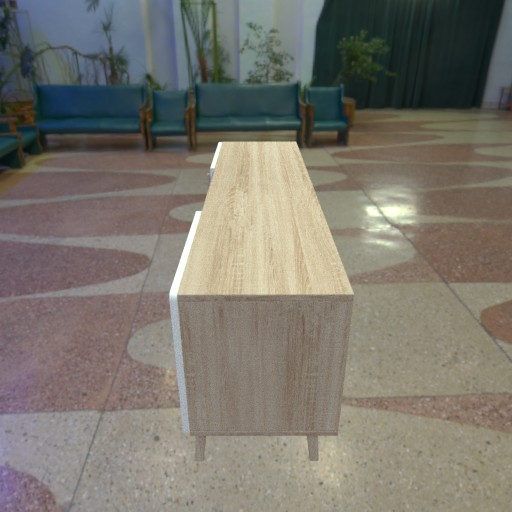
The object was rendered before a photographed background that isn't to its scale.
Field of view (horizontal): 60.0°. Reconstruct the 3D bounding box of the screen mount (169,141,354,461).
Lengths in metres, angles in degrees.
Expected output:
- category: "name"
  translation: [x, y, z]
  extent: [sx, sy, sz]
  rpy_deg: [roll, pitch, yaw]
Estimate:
- category: "screen mount"
  translation: [0.000, 0.000, 1.752]
  extent: [0.420, 0.570, 1.500]
  rpy_deg: [0, 27, 0]
